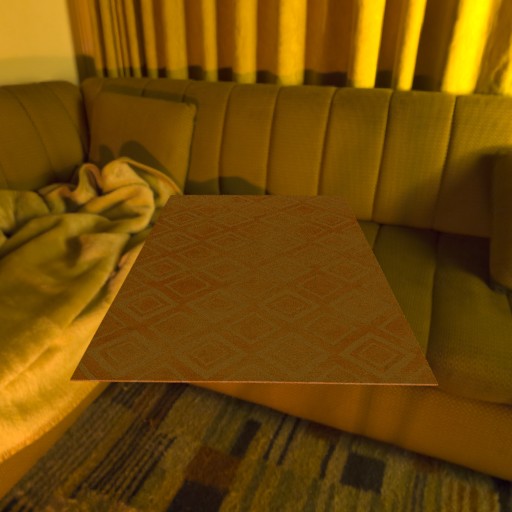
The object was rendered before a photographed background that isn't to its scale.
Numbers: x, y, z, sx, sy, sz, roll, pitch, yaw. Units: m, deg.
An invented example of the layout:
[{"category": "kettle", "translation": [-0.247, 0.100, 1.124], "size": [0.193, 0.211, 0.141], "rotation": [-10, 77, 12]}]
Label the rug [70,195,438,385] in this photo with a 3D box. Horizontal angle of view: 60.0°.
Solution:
[{"category": "rug", "translation": [0.000, 0.000, 2.267], "size": [1.213, 0.010, 1.829], "rotation": [0, 27, 1]}]
